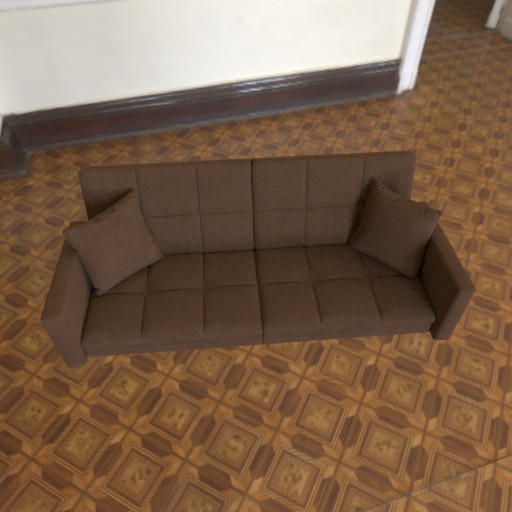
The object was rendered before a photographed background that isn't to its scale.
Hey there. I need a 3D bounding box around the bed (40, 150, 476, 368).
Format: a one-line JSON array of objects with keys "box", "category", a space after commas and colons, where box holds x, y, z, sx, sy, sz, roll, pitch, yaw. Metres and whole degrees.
[{"box": [0.000, 0.000, 2.322, 1.905, 0.787, 0.889, -4, 46, -3], "category": "bed"}]
